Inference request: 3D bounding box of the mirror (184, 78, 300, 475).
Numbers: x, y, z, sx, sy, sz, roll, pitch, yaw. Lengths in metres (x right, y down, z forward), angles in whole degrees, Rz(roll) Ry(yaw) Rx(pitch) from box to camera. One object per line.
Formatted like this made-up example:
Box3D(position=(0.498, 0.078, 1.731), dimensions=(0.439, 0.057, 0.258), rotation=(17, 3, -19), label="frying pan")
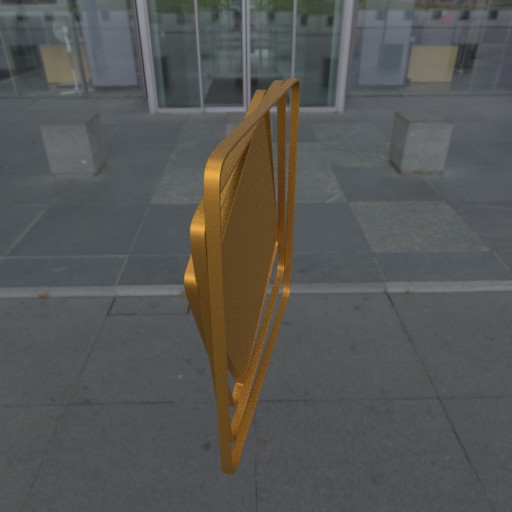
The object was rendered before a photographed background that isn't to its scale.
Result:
Box3D(position=(0.000, 0.000, 0.694), dimensions=(0.045, 0.468, 0.470), rotation=(7, 32, 12), label="mirror")
